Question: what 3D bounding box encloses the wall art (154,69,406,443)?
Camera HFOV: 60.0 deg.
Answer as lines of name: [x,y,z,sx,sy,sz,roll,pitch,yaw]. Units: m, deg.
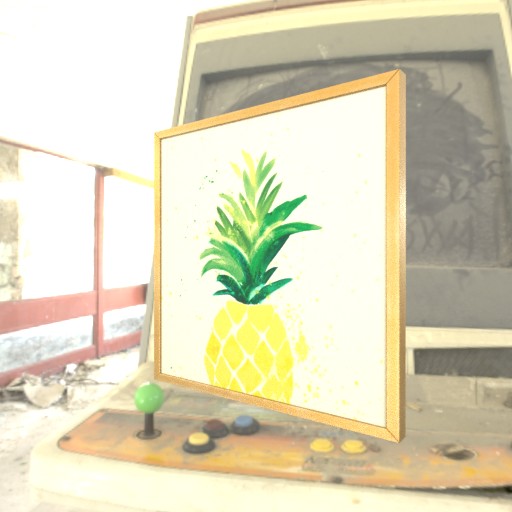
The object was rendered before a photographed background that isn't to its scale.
wall art: [0.000,0.000,1.146,0.762,0.760,0.037,0,0,37]
